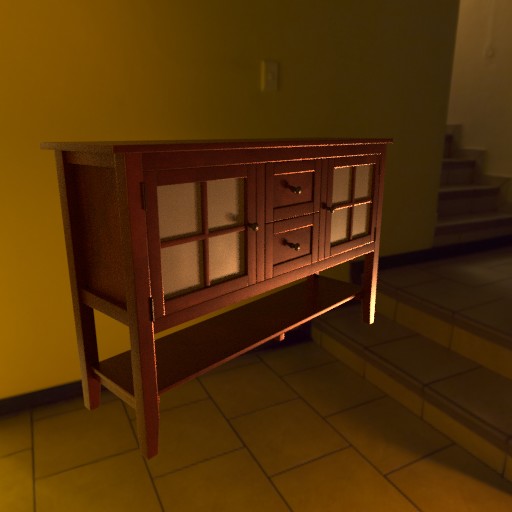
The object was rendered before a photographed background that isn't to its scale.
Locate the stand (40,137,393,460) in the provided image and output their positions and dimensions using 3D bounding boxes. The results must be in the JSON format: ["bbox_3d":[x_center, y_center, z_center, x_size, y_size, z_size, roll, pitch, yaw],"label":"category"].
[{"bbox_3d":[0.000,0.000,1.720,0.410,0.872,1.362,14,21,41],"label":"stand"}]
